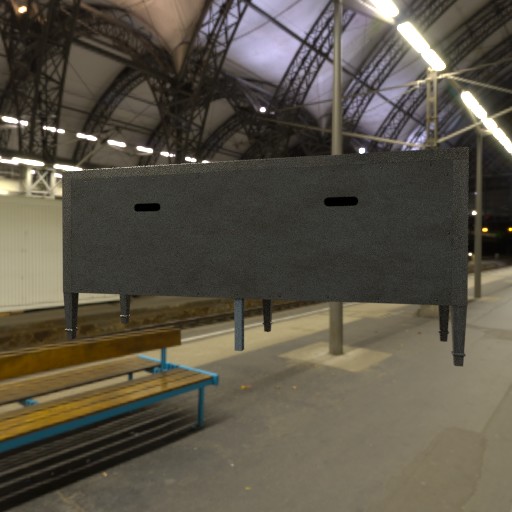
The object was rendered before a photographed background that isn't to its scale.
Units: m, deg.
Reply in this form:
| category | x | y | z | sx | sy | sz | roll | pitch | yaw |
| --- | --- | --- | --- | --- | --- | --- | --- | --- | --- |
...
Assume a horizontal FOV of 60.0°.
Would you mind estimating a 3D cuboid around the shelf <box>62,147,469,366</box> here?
| category | x | y | z | sx | sy | sz | roll | pitch | yaw |
| --- | --- | --- | --- | --- | --- | --- | --- | --- | --- |
| shelf | 0.000 | 0.000 | 1.890 | 1.575 | 0.719 | 0.479 | 0 | 1 | 17 |
